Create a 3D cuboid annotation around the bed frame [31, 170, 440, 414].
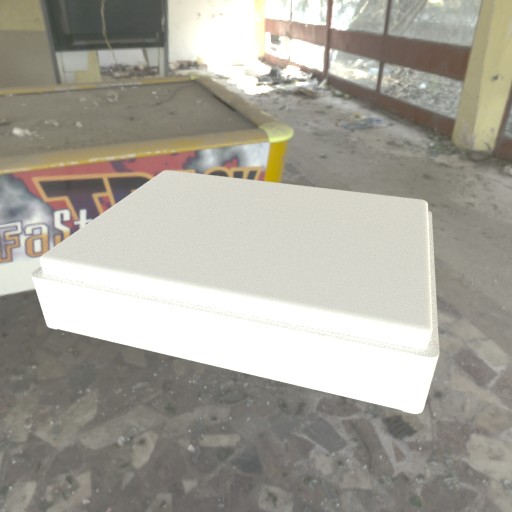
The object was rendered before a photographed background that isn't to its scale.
[{"bbox_3d":[0.000,0.000,2.548,1.900,0.406,1.400,9,32,15],"label":"bed frame"}]
